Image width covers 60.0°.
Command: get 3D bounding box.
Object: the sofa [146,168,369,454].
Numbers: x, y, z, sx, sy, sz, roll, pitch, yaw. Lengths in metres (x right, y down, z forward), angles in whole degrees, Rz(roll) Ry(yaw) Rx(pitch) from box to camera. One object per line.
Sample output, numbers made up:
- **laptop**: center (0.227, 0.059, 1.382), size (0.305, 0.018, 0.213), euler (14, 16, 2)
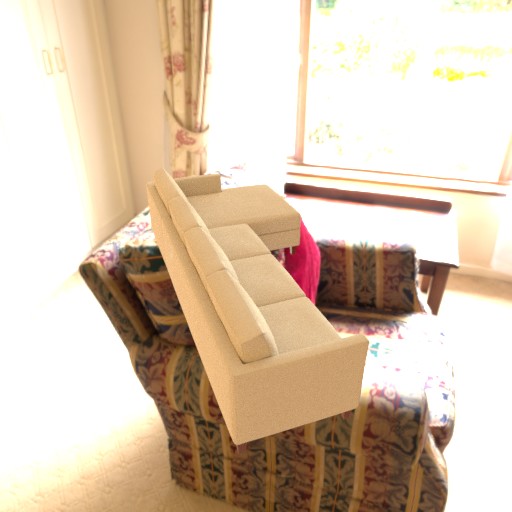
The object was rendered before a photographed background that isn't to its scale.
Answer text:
- **sofa**: center (0.000, 0.000, 4.339), size (1.599, 0.954, 3.471), euler (-10, 31, -18)
